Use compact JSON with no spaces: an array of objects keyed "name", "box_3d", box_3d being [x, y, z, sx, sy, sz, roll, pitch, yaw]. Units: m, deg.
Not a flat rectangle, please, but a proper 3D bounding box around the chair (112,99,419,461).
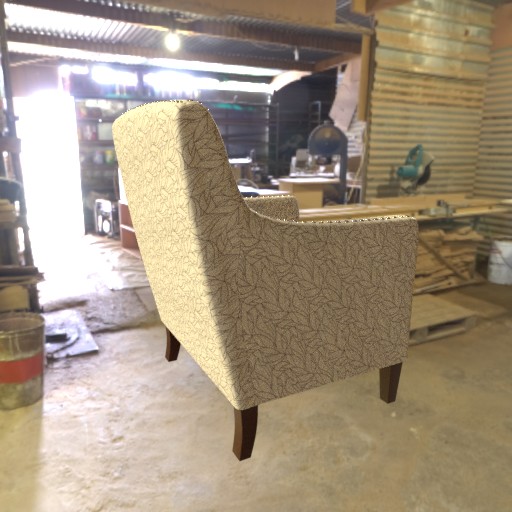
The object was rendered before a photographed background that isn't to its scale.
[{"name":"chair","box_3d":[0.000,0.000,1.292,0.651,0.816,0.623,-7,15,-27]}]
